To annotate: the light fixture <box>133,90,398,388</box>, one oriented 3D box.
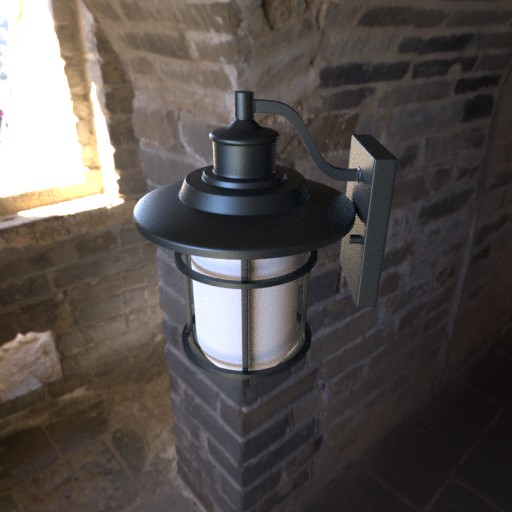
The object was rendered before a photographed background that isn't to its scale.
[{"bbox_3d":[0.000,0.000,0.493,0.252,0.345,0.222,0,27,0],"label":"light fixture"}]
